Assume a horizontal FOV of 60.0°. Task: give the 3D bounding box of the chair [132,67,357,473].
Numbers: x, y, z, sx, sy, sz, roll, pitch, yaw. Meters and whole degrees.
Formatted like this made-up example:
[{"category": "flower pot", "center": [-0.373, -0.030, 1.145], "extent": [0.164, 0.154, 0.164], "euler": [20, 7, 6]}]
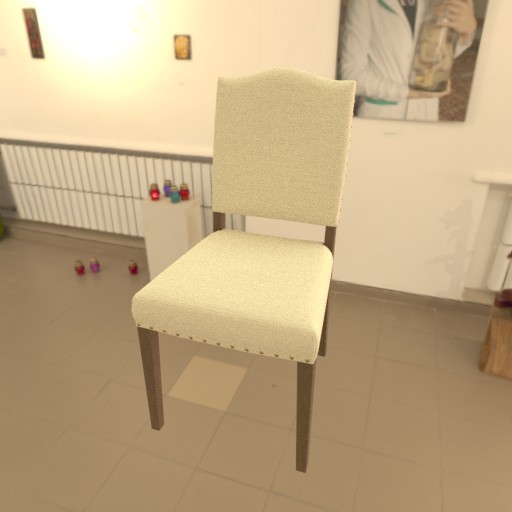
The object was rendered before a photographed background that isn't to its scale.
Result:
[{"category": "chair", "center": [0.000, 0.000, 1.345], "extent": [0.508, 1.015, 0.619], "euler": [9, 29, 16]}]
